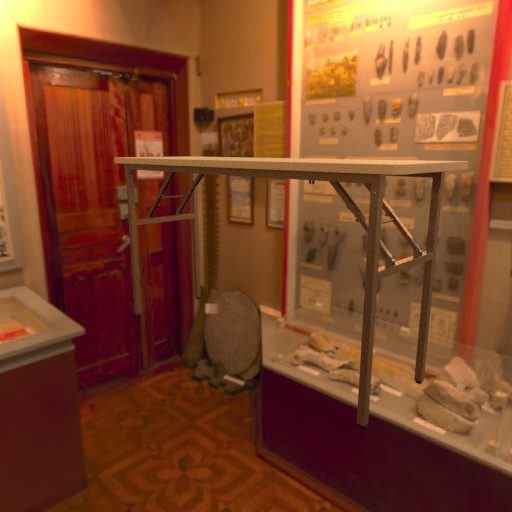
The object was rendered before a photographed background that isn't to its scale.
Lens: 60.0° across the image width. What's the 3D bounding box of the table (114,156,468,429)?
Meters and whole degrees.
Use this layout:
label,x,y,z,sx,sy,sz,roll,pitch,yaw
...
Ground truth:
label,x,y,z,sx,sy,sz,roll,pitch,yaw
table,0.000,0.000,1.754,0.446,0.750,1.397,-13,19,-43
